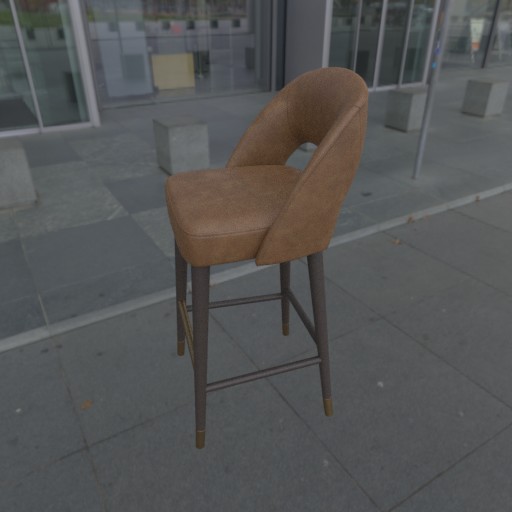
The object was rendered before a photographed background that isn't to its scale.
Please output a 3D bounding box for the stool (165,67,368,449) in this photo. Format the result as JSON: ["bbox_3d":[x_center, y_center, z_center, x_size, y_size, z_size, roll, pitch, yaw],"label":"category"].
[{"bbox_3d":[0.000,0.000,1.343,0.509,1.037,0.494,-8,31,-14],"label":"stool"}]
